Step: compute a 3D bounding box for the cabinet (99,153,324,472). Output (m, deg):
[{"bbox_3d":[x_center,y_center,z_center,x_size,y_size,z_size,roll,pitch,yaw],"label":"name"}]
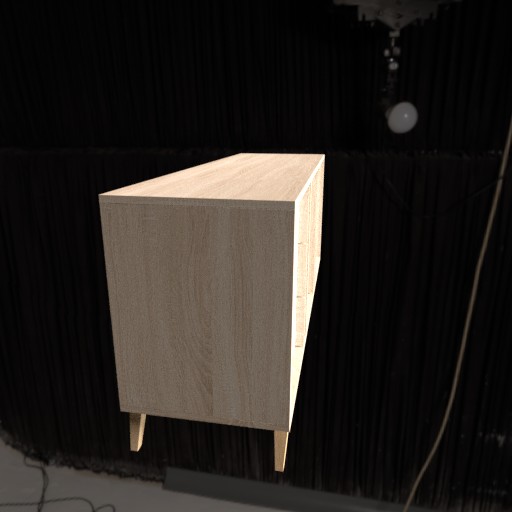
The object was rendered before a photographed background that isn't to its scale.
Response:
[{"bbox_3d":[0.000,0.000,1.966,0.500,0.780,1.649,3,17,10],"label":"cabinet"}]
